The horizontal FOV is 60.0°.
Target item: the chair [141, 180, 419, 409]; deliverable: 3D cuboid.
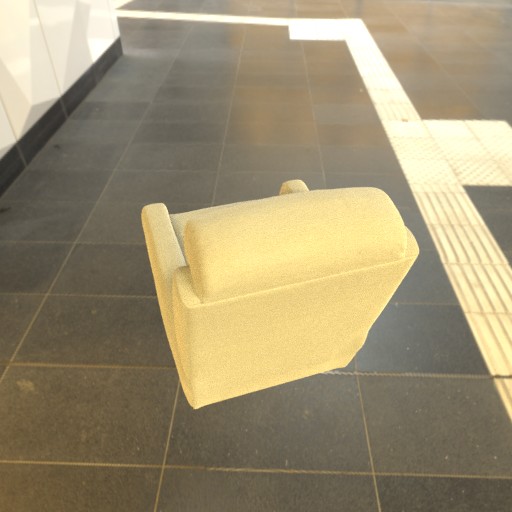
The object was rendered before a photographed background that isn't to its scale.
[{"bbox_3d":[0.000,0.000,1.737,0.798,1.013,1.043,-12,42,-13],"label":"chair"}]
